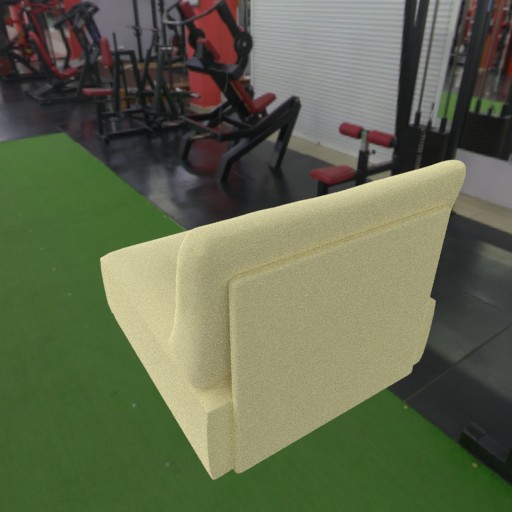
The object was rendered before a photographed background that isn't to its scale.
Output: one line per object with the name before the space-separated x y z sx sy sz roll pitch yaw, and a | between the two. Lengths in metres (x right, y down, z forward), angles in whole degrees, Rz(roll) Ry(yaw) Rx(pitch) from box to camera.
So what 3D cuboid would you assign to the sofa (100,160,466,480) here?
sofa | 0.000 0.000 1.650 0.930 0.820 1.000 -18 35 -28
